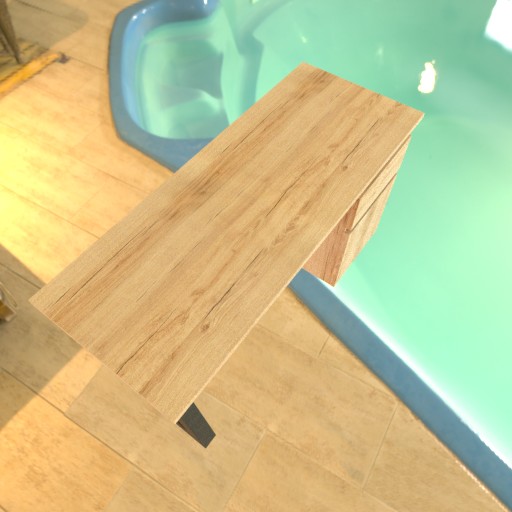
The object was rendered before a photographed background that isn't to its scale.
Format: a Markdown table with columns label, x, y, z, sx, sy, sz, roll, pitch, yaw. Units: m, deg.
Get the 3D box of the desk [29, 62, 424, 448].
| label | x | y | z | sx | sy | sz | roll | pitch | yaw |
| --- | --- | --- | --- | --- | --- | --- | --- | --- | --- |
| desk | 0.000 | 0.000 | 1.777 | 0.550 | 0.760 | 1.400 | 32 | 62 | 19 |
